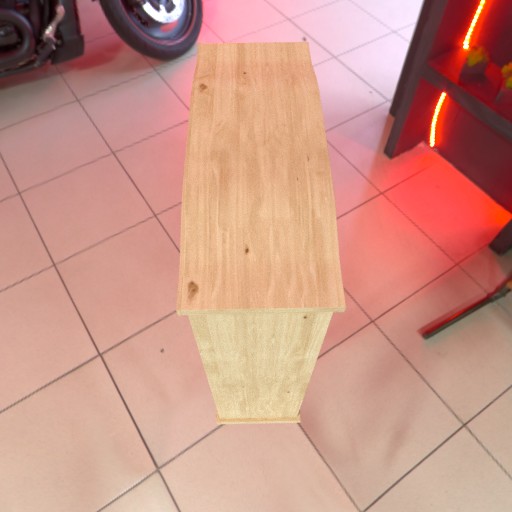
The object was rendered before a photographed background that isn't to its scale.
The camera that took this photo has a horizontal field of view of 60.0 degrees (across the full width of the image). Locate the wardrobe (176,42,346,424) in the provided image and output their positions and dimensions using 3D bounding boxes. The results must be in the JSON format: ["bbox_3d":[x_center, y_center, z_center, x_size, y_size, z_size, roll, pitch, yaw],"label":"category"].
[{"bbox_3d":[0.000,0.000,2.601,0.570,1.870,1.500,-1,58,-1],"label":"wardrobe"}]
